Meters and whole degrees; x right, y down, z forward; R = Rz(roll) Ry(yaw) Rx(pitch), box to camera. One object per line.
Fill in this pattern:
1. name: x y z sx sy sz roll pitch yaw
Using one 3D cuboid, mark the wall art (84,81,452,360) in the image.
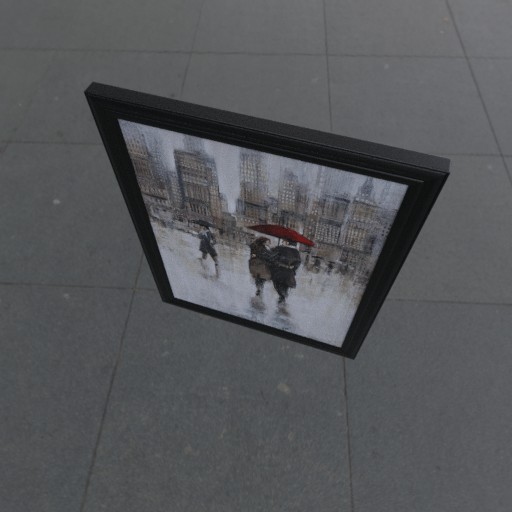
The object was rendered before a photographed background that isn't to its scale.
1. wall art: 0.000 0.000 1.602 0.950 1.194 0.053 15 58 10
